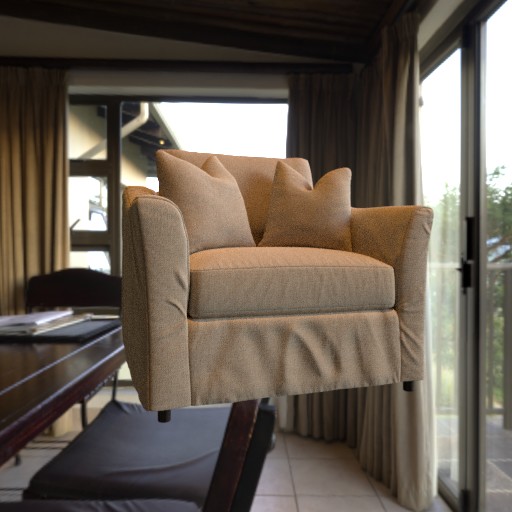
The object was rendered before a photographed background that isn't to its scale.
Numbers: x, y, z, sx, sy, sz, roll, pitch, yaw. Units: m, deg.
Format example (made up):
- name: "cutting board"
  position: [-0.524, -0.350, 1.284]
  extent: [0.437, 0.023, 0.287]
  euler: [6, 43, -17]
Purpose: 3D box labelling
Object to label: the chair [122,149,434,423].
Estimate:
- name: "chair"
  position: [0.000, 0.000, 2.106]
  extent: [1.194, 1.093, 1.071]
  euler: [0, 1, -19]
